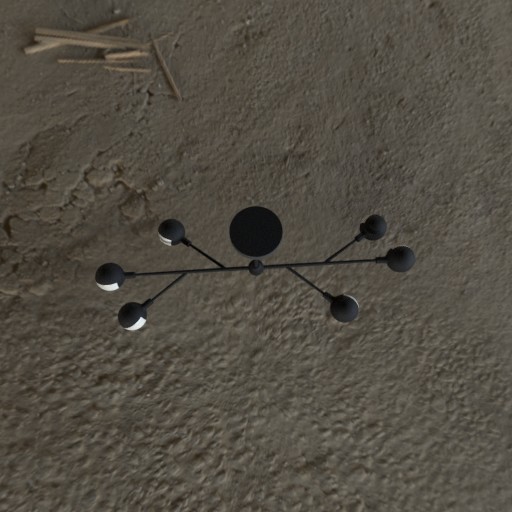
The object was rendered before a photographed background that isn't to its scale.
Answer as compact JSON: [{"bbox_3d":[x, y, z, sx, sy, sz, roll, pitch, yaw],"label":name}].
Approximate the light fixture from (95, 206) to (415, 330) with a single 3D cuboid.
[{"bbox_3d":[0.000,0.000,1.011,0.778,0.362,0.434,12,75,3],"label":"light fixture"}]
